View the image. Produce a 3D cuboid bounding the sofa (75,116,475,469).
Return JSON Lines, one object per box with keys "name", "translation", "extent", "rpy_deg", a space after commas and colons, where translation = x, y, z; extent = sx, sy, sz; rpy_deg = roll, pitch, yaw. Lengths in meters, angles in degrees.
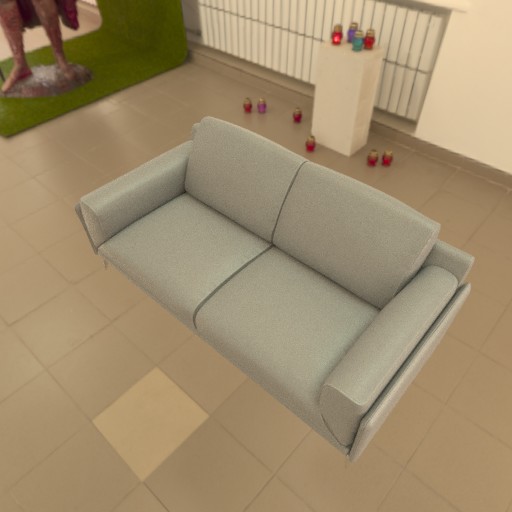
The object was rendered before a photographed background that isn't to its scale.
{"name": "sofa", "translation": [0.000, 0.000, 2.578], "extent": [2.101, 0.930, 1.049], "rpy_deg": [32, 54, 28]}
